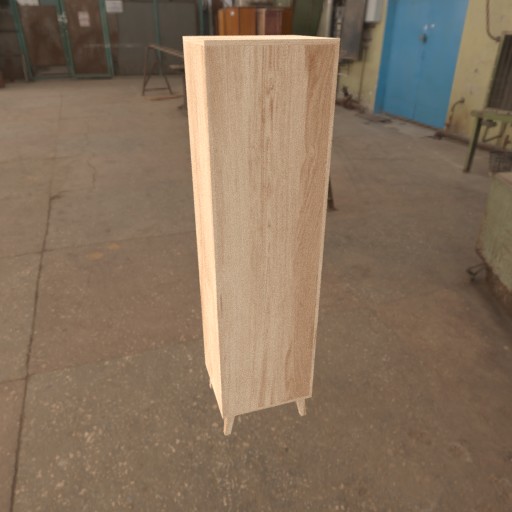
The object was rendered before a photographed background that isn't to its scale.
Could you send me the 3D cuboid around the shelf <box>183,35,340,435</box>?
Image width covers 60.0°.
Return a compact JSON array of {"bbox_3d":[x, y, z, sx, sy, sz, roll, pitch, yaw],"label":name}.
[{"bbox_3d":[0.000,0.000,2.214,0.510,1.960,0.450,-8,29,-15],"label":"shelf"}]
